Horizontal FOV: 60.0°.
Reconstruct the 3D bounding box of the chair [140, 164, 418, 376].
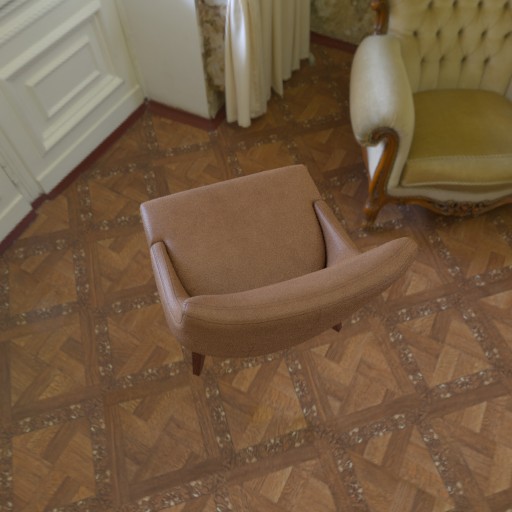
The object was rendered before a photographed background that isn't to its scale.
[{"bbox_3d":[0.000,0.000,1.499,0.701,0.909,0.861,-15,59,-9],"label":"chair"}]
